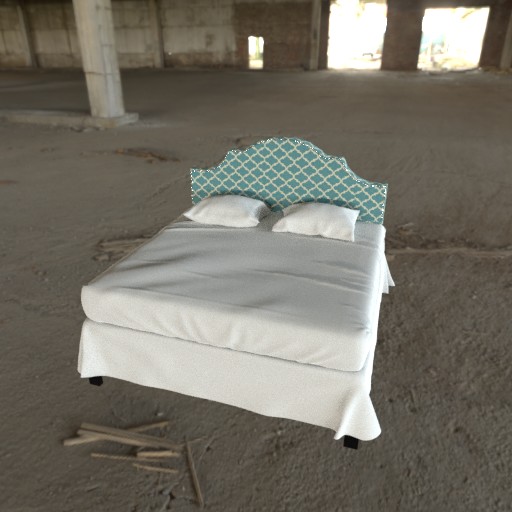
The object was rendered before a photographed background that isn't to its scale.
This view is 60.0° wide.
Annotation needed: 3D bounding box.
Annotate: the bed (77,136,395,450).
[{"bbox_3d":[0.000,0.000,3.670,2.314,1.601,2.222,8,27,16],"label":"bed"}]
